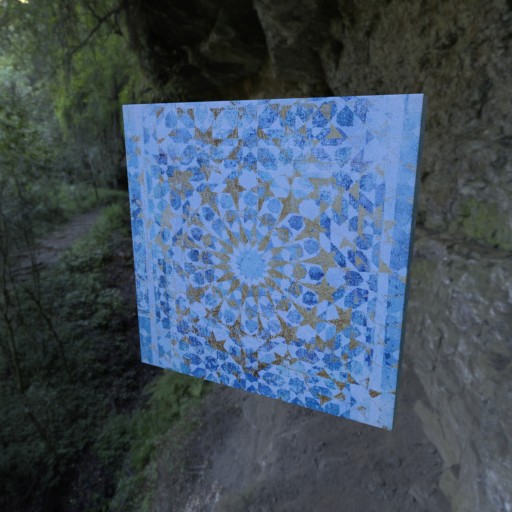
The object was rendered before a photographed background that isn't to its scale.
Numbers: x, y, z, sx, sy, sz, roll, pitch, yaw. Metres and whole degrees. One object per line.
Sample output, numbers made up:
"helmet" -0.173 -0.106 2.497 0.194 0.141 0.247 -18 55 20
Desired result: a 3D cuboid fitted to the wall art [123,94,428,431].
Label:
"wall art" 0.000 0.000 0.613 0.405 0.405 0.037 7 17 25
